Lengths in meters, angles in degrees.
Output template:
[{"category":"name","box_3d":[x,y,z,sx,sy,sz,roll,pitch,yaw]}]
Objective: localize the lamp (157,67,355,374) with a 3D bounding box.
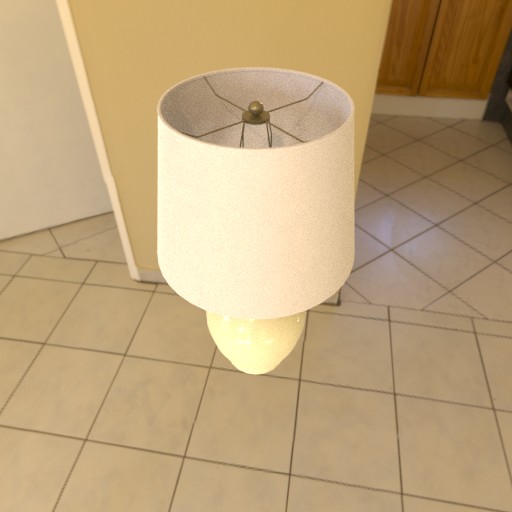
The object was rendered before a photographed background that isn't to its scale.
[{"category":"lamp","box_3d":[0.000,0.000,0.559,0.239,0.399,0.239,0,42,0]}]
